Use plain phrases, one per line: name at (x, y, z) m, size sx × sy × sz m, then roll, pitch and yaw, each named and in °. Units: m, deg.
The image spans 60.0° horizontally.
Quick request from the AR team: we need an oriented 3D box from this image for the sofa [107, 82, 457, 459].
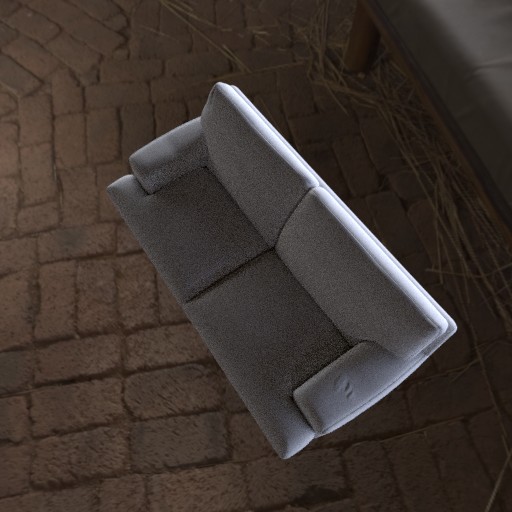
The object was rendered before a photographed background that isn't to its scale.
sofa at (0.000, 0.000, 2.872) m, size 1.143 × 0.940 × 2.261 m, roll -32°, pitch 68°, yaw -15°
